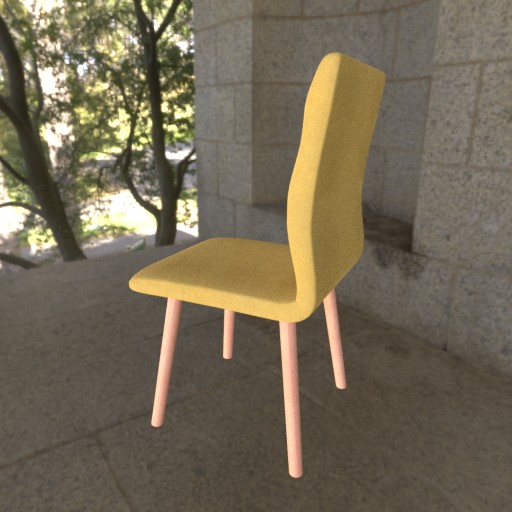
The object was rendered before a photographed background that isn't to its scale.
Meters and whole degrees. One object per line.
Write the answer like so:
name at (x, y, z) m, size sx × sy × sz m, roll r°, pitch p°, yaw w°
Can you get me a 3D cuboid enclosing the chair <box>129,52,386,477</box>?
chair at (0.000, 0.000, 1.236) m, size 0.550 × 0.965 × 0.450 m, roll 8°, pitch 19°, yaw 25°
